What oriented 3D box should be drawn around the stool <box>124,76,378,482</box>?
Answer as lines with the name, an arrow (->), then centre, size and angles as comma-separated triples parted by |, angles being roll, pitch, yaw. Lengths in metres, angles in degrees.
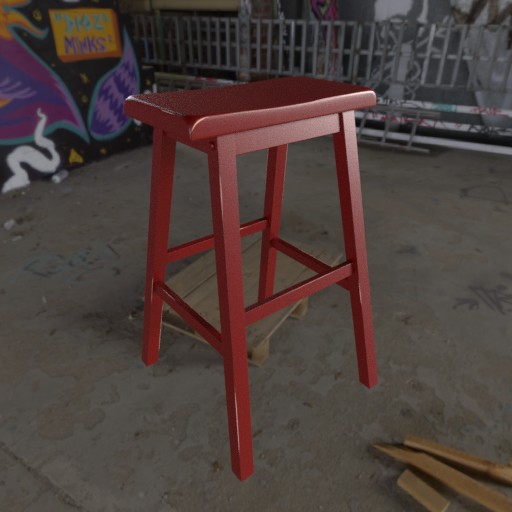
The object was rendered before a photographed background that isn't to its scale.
stool -> 0.000, 0.000, 1.047 | 0.457, 0.737, 0.476 | -21, 36, -33
